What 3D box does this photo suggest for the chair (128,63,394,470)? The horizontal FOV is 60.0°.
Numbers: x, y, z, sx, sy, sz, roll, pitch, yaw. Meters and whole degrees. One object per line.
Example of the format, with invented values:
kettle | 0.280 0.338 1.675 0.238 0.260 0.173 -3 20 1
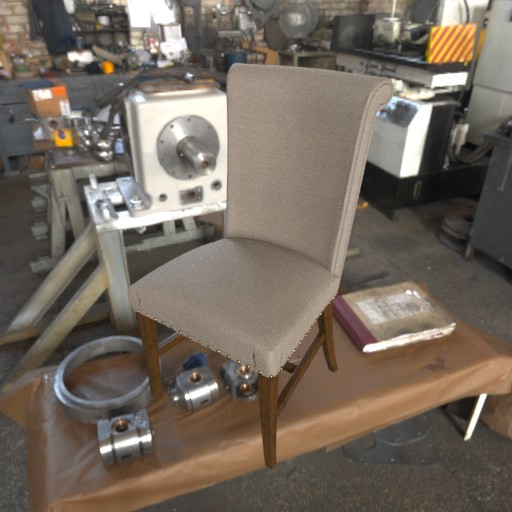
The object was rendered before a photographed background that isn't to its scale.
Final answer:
chair | 0.000 0.000 1.332 0.513 0.988 0.608 19 36 29
